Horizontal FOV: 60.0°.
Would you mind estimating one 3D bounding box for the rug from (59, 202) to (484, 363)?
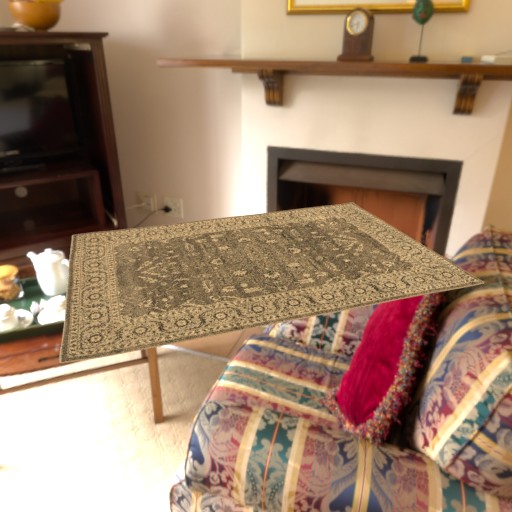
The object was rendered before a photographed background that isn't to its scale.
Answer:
[{"bbox_3d":[0.000,0.000,2.292,1.828,0.019,1.209,-8,27,-17],"label":"rug"}]
